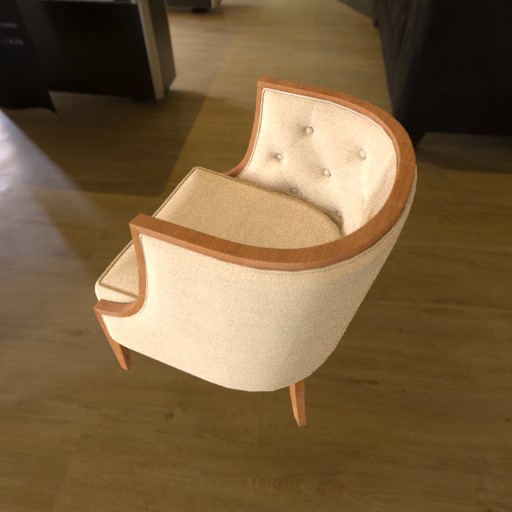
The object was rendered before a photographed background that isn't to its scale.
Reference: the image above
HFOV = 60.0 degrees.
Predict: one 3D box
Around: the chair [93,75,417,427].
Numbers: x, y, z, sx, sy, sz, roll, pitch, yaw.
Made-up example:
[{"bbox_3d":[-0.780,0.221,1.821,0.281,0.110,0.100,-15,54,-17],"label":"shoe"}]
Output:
[{"bbox_3d":[0.000,0.000,1.344,0.757,0.775,0.711,18,51,15],"label":"chair"}]
